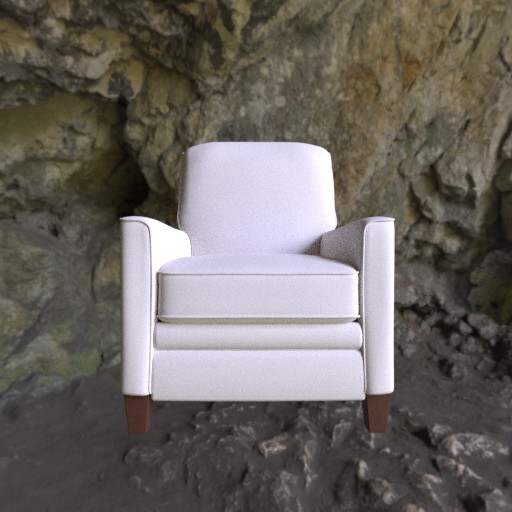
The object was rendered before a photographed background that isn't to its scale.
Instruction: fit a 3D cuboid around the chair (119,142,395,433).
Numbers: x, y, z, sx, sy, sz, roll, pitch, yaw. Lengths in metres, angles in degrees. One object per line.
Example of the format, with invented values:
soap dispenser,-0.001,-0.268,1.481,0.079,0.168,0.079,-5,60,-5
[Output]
chair,0.000,0.000,1.661,0.841,1.028,0.858,0,0,-1
